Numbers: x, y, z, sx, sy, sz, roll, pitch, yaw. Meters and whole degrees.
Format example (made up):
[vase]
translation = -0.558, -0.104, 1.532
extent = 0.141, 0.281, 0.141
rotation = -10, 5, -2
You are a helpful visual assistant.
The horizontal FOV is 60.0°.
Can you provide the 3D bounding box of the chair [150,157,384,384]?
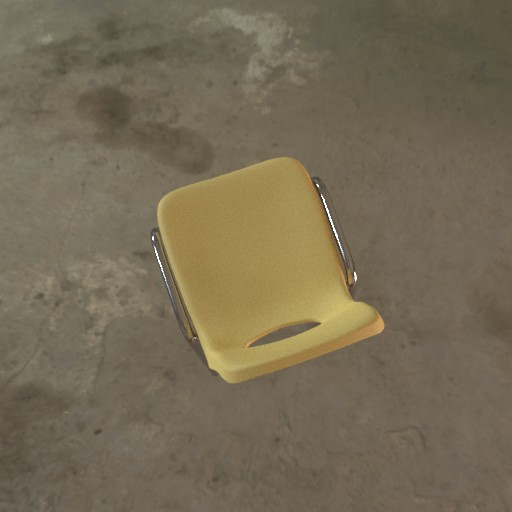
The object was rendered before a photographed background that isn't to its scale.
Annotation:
[chair]
translation = 0.000, 0.000, 0.798
extent = 0.354, 0.536, 0.385
rotation = -18, 77, -4
